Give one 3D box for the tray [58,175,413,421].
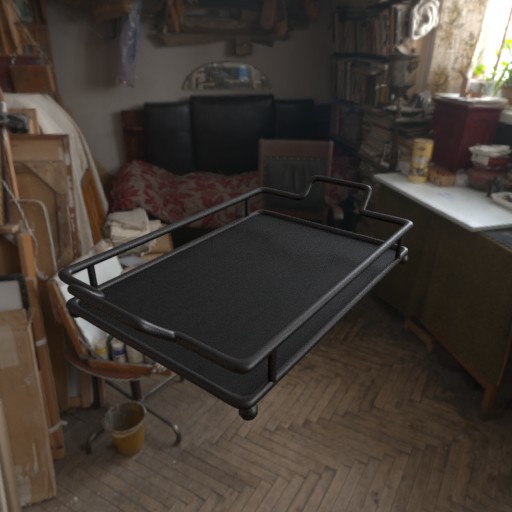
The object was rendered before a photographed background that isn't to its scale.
[{"bbox_3d":[0.000,0.000,0.614,0.297,0.101,0.495,19,32,33],"label":"tray"}]
